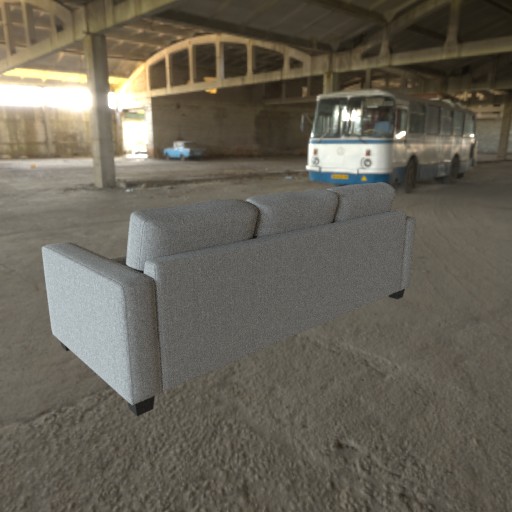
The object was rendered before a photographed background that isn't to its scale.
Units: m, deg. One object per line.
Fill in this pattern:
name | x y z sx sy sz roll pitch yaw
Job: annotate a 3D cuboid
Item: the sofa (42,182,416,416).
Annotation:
sofa | 0.000 0.000 2.623 2.120 0.800 0.900 -13 20 -41
